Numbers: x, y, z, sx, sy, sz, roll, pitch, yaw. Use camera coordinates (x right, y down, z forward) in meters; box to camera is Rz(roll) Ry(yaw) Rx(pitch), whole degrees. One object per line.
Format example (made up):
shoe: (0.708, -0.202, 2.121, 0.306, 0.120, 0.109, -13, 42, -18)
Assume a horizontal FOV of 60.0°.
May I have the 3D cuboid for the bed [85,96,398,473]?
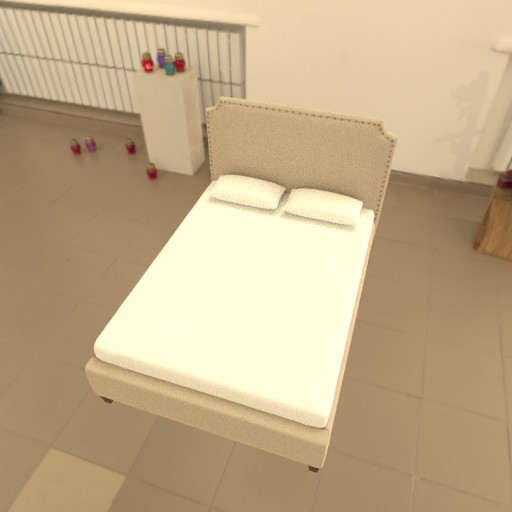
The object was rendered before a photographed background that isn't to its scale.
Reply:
bed: (0.000, 0.000, 3.453, 1.713, 1.443, 2.372, 13, 44, 13)
